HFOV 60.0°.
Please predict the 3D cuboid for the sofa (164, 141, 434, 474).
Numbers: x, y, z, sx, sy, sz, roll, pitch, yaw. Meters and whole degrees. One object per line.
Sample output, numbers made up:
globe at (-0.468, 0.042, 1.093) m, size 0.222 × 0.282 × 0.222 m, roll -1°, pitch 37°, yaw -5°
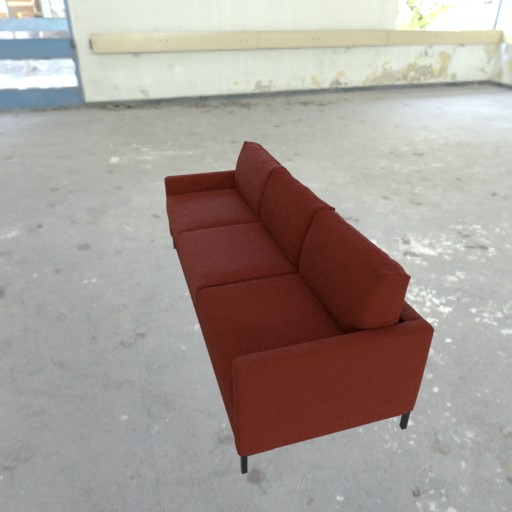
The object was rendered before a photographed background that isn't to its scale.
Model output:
sofa at (0.000, 0.000, 2.719) m, size 0.875 × 0.879 × 2.252 m, roll -8°, pitch 30°, yaw -15°
